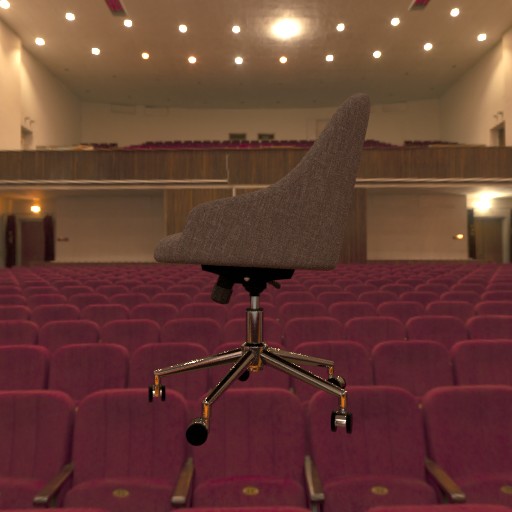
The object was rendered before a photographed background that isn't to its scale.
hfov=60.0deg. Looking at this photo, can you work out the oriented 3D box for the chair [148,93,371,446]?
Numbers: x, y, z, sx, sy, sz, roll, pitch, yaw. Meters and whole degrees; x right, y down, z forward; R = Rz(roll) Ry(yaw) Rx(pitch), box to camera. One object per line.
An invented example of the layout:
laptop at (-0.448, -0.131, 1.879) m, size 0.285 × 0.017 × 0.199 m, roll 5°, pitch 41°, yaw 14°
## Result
chair at (0.000, 0.000, 1.434) m, size 0.712 × 0.950 × 0.671 m, roll 0°, pitch -1°, yaw 0°
